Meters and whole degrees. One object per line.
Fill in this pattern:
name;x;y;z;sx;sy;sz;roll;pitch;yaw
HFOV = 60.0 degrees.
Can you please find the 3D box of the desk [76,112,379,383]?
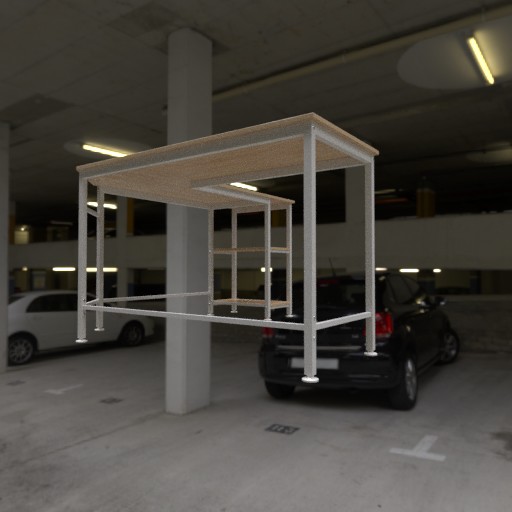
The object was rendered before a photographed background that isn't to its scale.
desk;0.000;0.000;2.167;1.379;0.739;1.379;-1;-2;36
